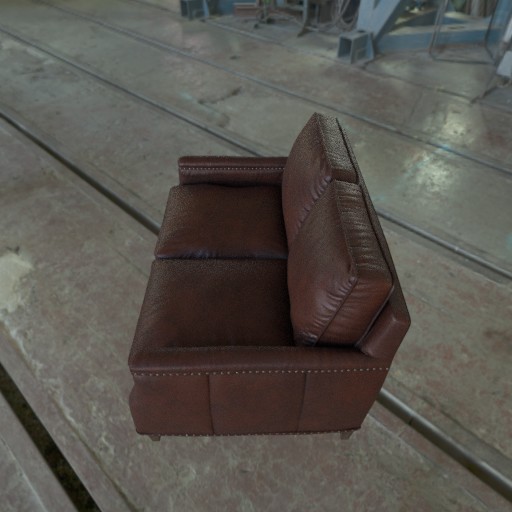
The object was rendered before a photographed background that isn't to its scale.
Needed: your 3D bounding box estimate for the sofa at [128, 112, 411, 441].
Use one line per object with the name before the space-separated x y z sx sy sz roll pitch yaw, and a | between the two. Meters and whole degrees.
sofa | 0.000 0.000 2.306 1.083 1.003 1.628 0 42 0
